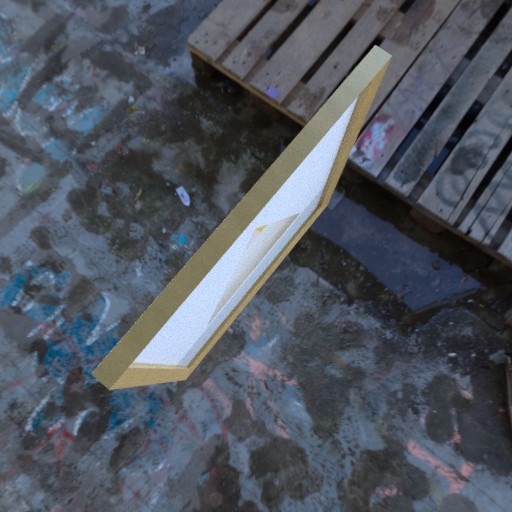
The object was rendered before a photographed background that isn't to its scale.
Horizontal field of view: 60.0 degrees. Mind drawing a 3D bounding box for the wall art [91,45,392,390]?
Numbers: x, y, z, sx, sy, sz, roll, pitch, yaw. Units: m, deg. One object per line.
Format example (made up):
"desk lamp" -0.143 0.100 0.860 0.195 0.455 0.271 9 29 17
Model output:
"wall art" 0.000 0.000 2.847 0.097 1.936 1.935 38 79 9
